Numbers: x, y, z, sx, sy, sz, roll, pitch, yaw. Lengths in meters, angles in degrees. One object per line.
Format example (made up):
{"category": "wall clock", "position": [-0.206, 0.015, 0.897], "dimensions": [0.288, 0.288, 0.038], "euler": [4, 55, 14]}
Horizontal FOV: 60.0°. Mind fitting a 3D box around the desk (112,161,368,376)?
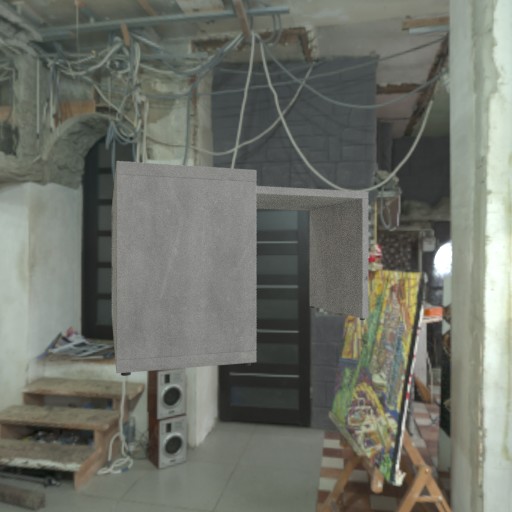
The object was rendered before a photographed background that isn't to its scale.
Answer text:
{"category": "desk", "position": [0.000, 0.000, 2.284], "dimensions": [1.400, 0.740, 1.500], "euler": [0, 0, -19]}
